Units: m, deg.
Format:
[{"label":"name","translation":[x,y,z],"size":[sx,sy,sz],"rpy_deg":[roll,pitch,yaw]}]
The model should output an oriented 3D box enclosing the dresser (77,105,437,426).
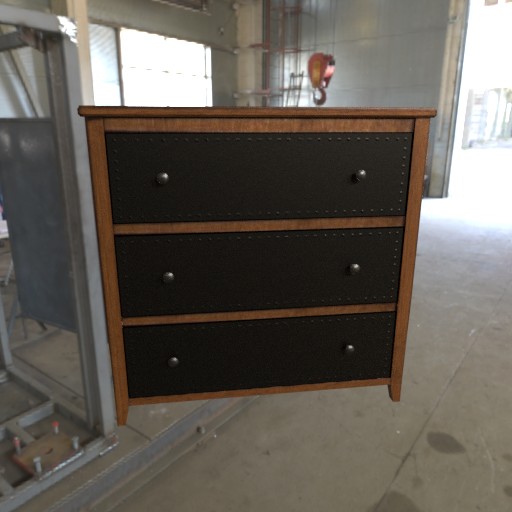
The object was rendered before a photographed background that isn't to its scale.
[{"label":"dresser","translation":[0.000,0.000,1.951],"size":[1.250,1.224,0.591],"rpy_deg":[-2,16,-8]}]
